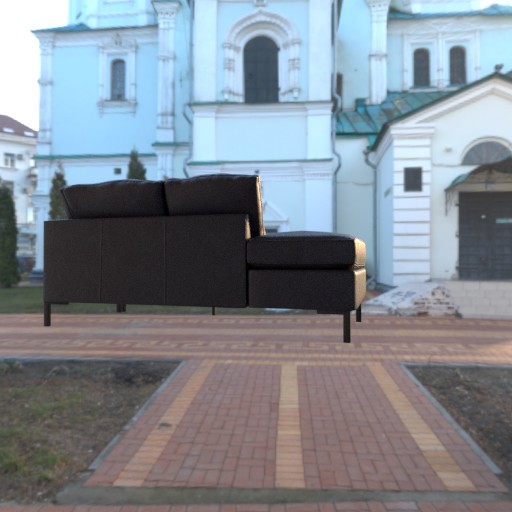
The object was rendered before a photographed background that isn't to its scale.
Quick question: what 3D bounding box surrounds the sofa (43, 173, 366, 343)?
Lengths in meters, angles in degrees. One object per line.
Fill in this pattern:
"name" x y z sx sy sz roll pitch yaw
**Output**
"sofa" 0.000 0.000 3.869 1.939 0.900 2.956 0 -1 17
